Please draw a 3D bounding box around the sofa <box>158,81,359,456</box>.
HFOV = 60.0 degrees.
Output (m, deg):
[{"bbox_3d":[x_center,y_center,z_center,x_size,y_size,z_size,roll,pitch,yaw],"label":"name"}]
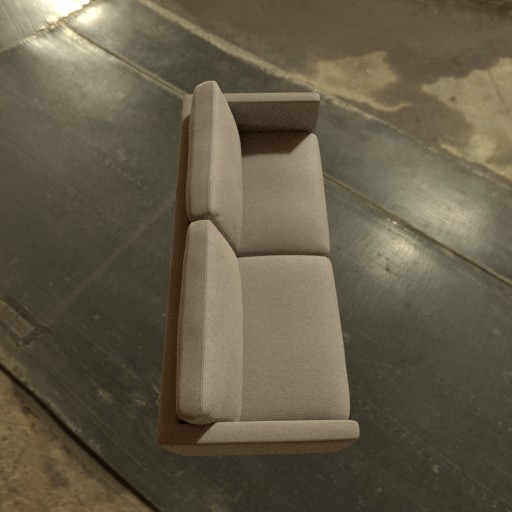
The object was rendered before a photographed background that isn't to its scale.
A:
[{"bbox_3d":[0.000,0.000,2.730,0.956,0.963,2.208,-1,63,-1],"label":"sofa"}]
